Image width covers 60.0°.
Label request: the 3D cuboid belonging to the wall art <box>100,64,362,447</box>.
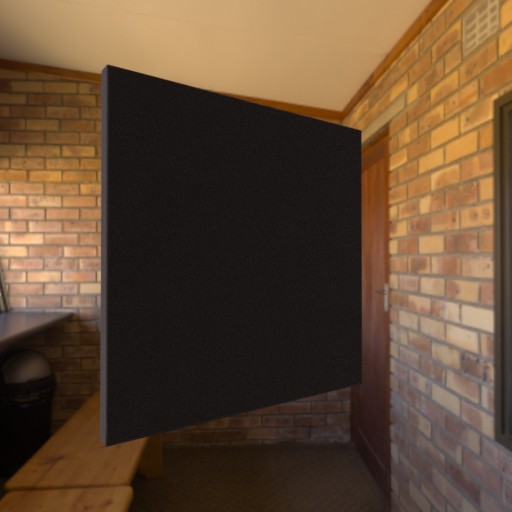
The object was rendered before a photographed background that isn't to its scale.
[{"bbox_3d":[0.000,0.000,0.447,0.304,0.303,0.015,0,-1,-36],"label":"wall art"}]
